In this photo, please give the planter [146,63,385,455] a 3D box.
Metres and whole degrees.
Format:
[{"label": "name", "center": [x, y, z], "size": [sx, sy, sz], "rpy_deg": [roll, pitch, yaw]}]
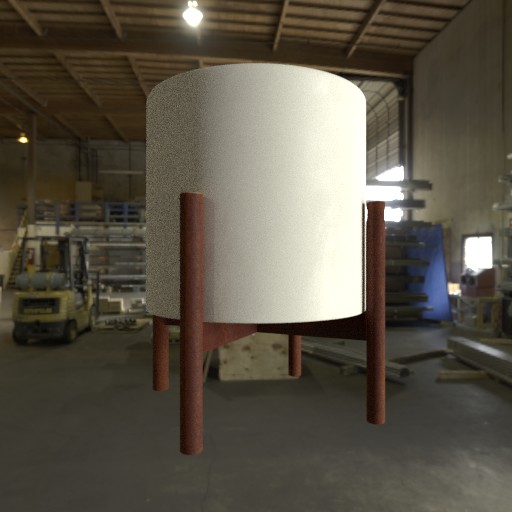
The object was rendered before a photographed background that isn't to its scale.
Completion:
[{"label": "planter", "center": [0.000, 0.000, 0.871], "size": [0.420, 0.581, 0.421], "rpy_deg": [0, 0, -18]}]
